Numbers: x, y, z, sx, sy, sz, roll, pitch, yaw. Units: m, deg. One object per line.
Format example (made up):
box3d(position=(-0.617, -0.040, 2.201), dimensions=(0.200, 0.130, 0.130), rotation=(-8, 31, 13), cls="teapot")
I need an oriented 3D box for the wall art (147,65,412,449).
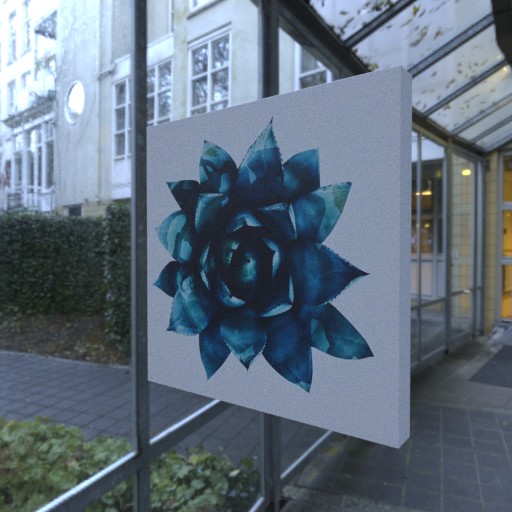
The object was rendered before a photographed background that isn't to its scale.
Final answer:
box3d(position=(0.000, 0.000, 0.605), dimensions=(0.406, 0.406, 0.038), rotation=(1, 1, 37), cls="wall art")
